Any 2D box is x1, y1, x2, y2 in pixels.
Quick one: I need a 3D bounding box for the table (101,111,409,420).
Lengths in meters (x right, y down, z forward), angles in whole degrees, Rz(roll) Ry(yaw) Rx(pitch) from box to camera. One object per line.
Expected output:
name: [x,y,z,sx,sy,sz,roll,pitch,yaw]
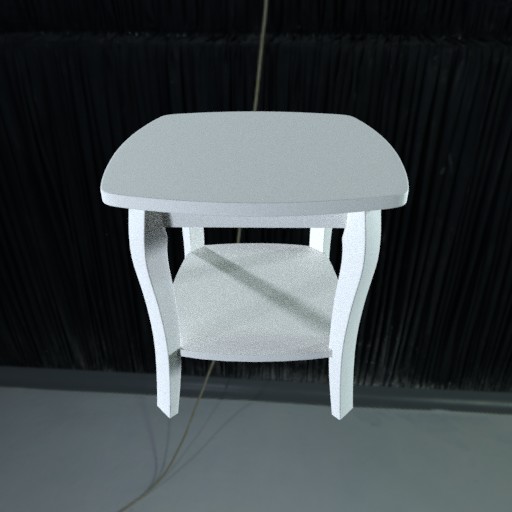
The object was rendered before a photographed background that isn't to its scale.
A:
table: [0.000,0.000,0.857,0.451,0.438,0.502,0,30,1]
